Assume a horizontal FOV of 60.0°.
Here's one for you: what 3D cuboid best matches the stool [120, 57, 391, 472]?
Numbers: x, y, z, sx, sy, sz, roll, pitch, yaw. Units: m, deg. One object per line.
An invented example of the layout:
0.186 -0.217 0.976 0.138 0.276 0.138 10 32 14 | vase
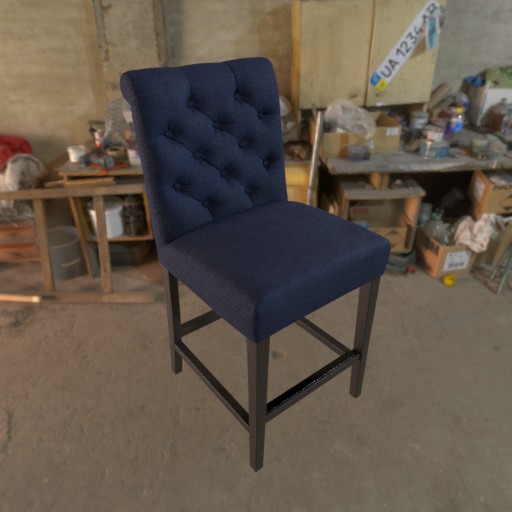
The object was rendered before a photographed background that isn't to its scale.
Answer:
0.000 0.000 1.315 0.493 1.010 0.601 -22 38 -32 | stool
